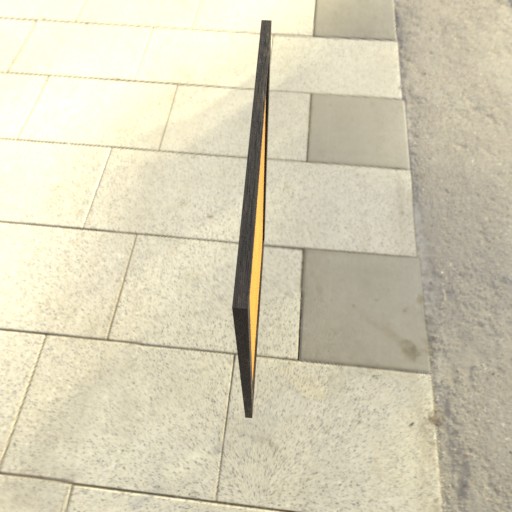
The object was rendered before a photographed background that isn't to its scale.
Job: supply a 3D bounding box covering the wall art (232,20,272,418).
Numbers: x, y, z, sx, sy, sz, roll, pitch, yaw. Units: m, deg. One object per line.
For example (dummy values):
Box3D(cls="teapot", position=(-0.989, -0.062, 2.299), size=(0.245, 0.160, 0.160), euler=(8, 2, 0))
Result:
Box3D(cls="wall art", position=(0.000, 0.000, 1.421), size=(0.029, 1.066, 0.812), euler=(3, 61, 2))
